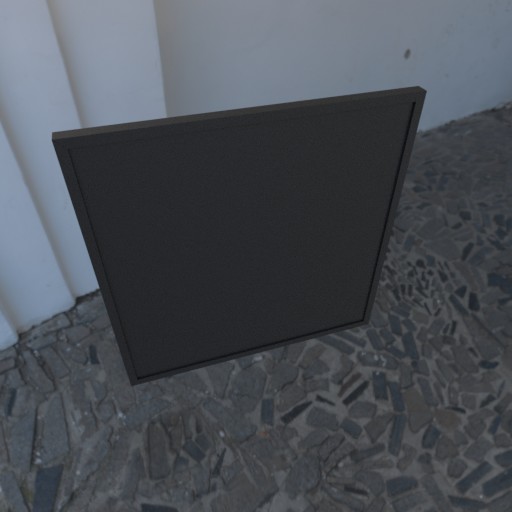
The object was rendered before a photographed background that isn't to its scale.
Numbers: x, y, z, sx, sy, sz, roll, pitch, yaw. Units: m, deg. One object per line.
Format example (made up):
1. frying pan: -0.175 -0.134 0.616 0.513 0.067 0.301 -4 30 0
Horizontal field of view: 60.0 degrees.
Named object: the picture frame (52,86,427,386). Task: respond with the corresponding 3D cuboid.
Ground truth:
1. picture frame: 0.000 0.000 1.143 0.775 0.775 0.032 -12 42 -13
